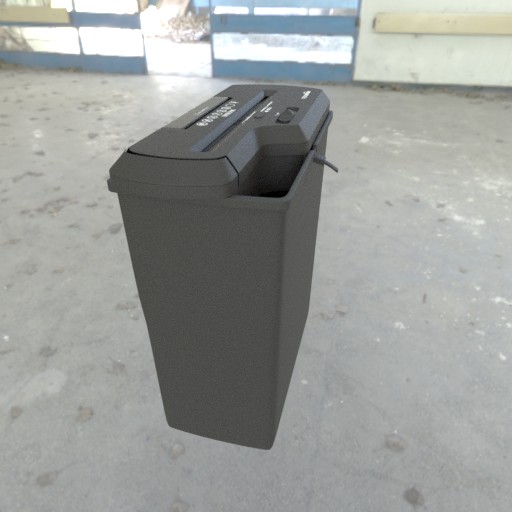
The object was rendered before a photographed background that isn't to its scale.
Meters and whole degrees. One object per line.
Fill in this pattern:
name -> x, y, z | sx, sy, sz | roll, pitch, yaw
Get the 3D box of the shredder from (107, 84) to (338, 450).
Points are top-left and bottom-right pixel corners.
shredder -> 0.000, 0.000, 0.516 | 0.170, 0.335, 0.320 | 8, 32, 13
